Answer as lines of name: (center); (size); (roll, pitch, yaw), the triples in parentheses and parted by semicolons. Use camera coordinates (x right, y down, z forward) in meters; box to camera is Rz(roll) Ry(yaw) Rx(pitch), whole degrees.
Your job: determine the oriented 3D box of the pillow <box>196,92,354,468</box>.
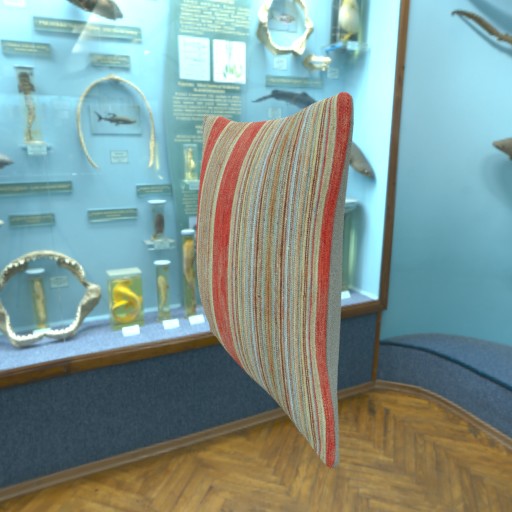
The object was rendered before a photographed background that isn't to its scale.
pillow: (0.000, 0.000, 0.653); (0.136, 0.419, 0.437); (-7, 16, -24)
